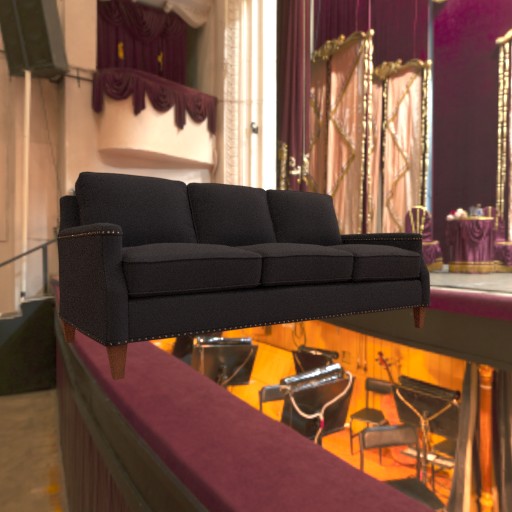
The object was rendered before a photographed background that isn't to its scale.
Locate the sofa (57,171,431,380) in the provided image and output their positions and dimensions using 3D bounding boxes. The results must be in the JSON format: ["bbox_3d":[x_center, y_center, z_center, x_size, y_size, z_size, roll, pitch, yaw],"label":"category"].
[{"bbox_3d":[0.000,0.000,2.860,2.246,1.003,1.084,-1,1,-35],"label":"sofa"}]
